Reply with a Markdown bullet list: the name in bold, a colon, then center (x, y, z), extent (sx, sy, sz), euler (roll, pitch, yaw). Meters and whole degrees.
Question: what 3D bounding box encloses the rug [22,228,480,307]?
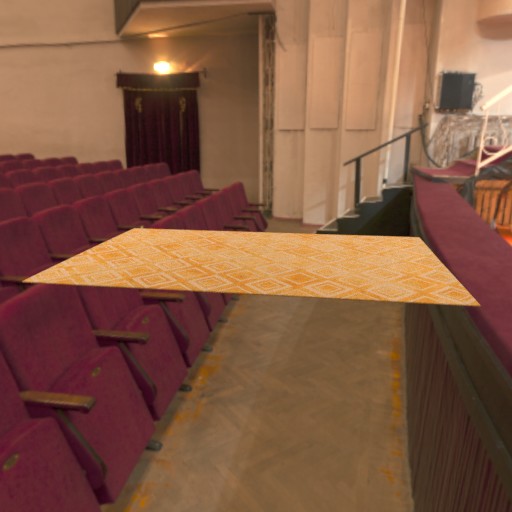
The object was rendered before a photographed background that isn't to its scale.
- **rug**: center (0.000, 0.000, 3.022), extent (2.424, 0.010, 1.511), euler (2, 15, 8)
